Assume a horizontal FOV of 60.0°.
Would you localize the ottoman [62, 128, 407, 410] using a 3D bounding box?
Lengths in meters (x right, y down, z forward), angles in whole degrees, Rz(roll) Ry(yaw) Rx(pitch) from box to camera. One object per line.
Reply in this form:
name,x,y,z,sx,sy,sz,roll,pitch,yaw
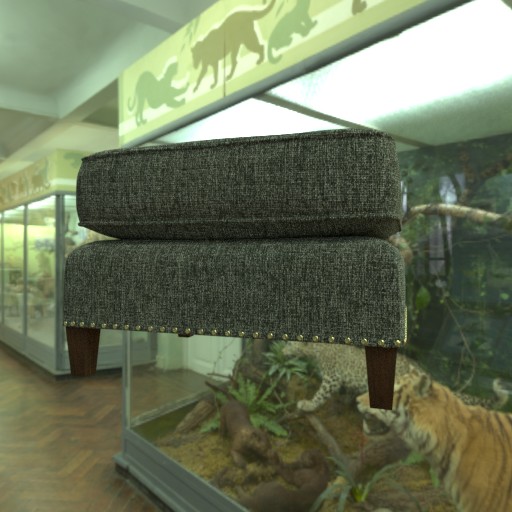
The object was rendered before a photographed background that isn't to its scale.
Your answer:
ottoman,0.000,0.000,1.145,0.738,0.537,0.589,0,0,19
